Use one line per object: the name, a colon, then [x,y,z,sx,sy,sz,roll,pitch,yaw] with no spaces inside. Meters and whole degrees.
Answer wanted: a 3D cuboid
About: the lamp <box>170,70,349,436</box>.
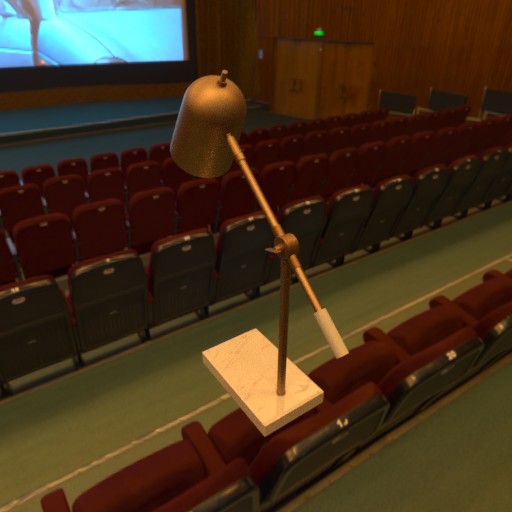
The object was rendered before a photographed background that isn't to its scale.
lamp: [0.000,0.000,0.798,0.144,0.603,0.471,-19,36,-29]
